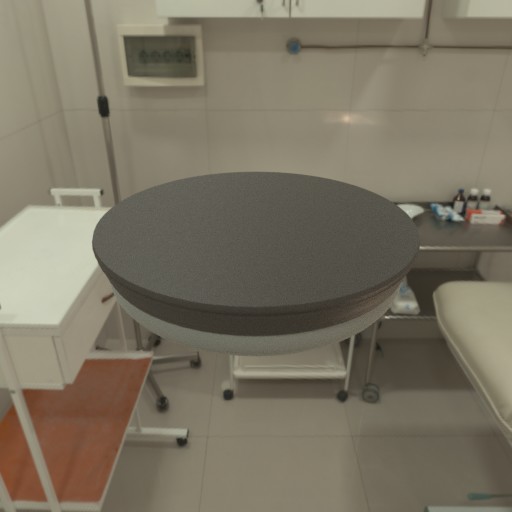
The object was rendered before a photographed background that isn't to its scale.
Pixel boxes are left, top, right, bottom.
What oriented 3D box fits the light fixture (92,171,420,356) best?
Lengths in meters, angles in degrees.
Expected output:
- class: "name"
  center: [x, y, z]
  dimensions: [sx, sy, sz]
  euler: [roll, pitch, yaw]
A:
- class: "light fixture"
  center: [0.000, 0.000, 0.545]
  dimensions: [0.368, 0.100, 0.368]
  euler: [0, 28, 0]
